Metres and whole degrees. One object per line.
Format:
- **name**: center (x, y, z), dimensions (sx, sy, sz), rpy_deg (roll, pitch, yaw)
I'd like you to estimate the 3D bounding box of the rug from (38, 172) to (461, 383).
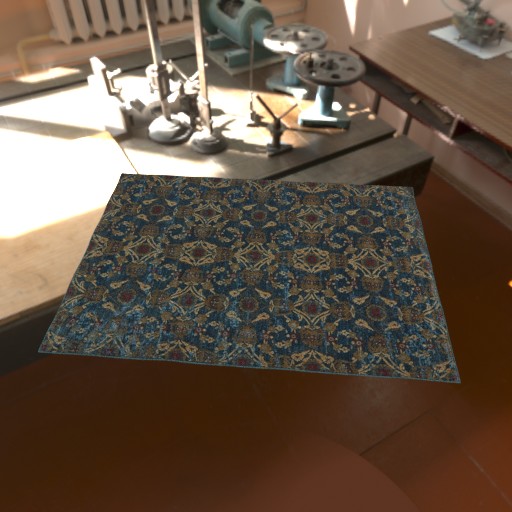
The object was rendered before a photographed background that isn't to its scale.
- **rug**: center (0.000, 0.000, 4.216), dimensions (3.291, 0.013, 2.337), rpy_deg (3, 48, 3)
